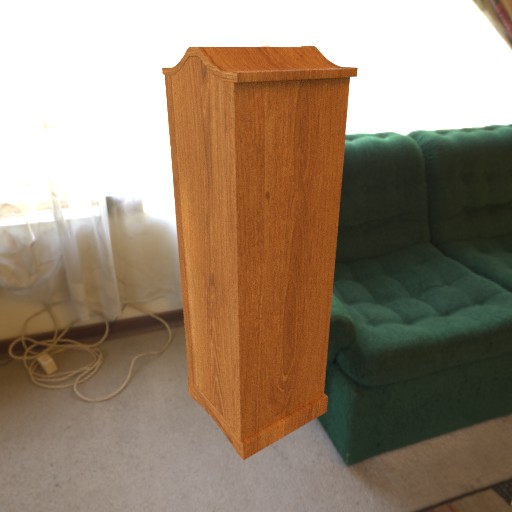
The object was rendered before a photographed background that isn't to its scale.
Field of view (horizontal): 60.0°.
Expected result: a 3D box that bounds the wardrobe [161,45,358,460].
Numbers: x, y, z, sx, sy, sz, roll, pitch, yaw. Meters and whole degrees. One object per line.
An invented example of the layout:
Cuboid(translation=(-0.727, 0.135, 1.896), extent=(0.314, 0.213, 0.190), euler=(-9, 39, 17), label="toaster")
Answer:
Cuboid(translation=(0.000, 0.000, 2.177), extent=(0.570, 1.870, 0.590), euler=(-17, 30, -32), label="wardrobe")
